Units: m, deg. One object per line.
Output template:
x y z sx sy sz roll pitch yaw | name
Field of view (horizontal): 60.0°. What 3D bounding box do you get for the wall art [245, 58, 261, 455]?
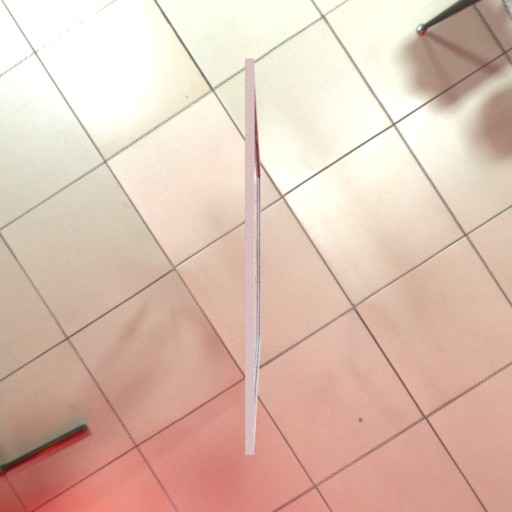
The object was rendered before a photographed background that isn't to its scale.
0.000 0.000 1.221 0.015 0.965 0.660 0 90 1 | wall art
